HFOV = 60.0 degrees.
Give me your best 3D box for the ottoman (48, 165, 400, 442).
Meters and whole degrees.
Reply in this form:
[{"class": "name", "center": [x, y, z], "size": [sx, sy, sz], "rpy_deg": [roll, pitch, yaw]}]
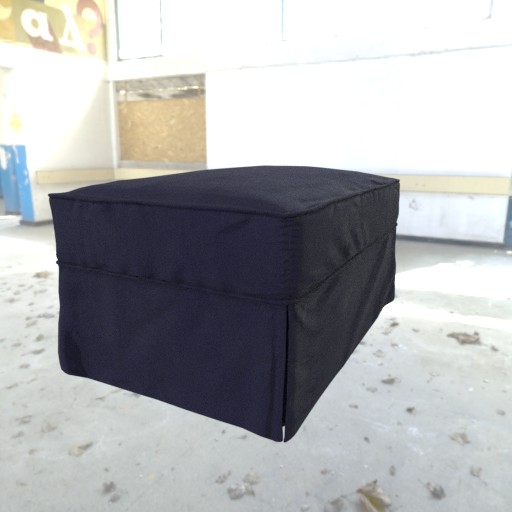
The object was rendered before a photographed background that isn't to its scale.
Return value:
[{"class": "ottoman", "center": [0.000, 0.000, 1.277], "size": [0.637, 0.503, 0.938], "rpy_deg": [7, 16, 27]}]
